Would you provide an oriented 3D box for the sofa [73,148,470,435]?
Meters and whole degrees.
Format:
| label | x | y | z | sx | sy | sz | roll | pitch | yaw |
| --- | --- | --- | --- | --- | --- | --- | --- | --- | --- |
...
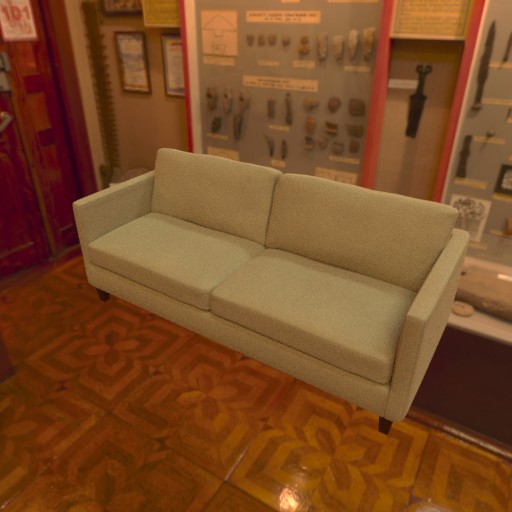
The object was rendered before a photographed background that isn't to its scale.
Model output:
| label | x | y | z | sx | sy | sz | roll | pitch | yaw |
| --- | --- | --- | --- | --- | --- | --- | --- | --- | --- |
| sofa | 0.000 | 0.000 | 2.685 | 2.181 | 0.932 | 0.948 | 18 | 34 | 28 |
